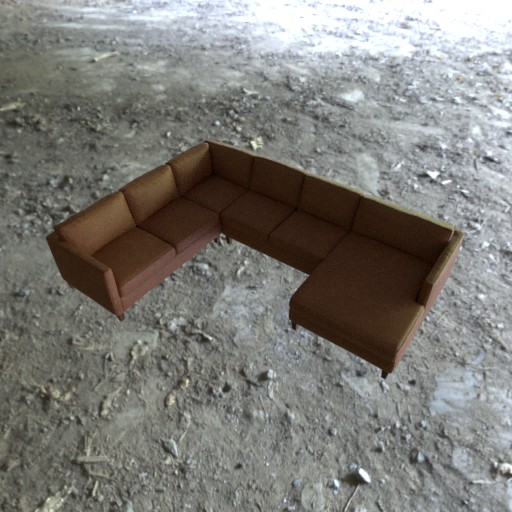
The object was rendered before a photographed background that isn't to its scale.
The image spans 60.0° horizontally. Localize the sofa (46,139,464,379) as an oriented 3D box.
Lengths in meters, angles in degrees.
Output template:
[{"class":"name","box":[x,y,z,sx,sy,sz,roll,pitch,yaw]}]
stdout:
[{"class":"sofa","box":[0.000,0.000,4.667,3.460,0.923,2.593,26,48,26]}]
